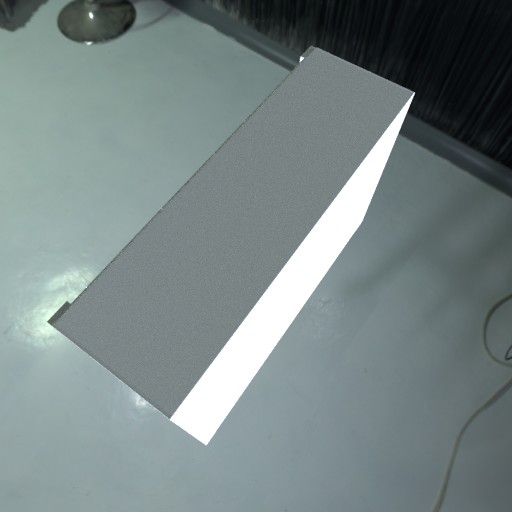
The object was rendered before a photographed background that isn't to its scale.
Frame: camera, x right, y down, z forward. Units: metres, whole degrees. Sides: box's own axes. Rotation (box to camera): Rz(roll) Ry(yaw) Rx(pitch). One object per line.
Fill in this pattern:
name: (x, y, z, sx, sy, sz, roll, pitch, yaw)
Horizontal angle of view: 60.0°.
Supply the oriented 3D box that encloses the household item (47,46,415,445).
household item: (0.000, 0.000, 1.725, 0.420, 0.867, 1.300, 32, 68, 15)
